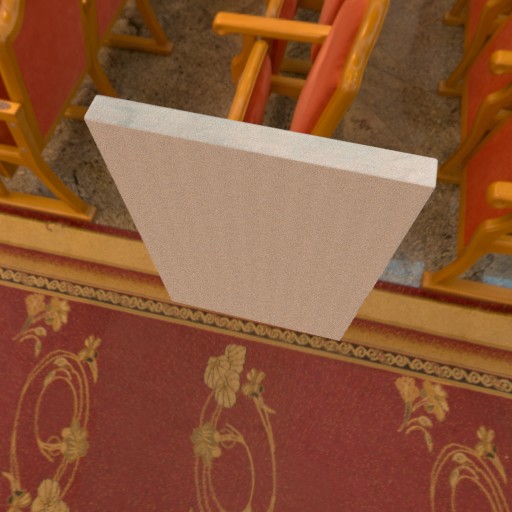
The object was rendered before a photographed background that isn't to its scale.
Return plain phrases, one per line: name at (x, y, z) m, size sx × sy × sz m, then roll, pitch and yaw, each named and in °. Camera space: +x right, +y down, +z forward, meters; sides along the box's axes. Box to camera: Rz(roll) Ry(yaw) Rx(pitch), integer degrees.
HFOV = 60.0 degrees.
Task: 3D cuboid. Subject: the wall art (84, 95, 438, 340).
wall art at (0.000, 0.000, 1.163) m, size 0.609 × 0.911 × 0.061 m, roll 13°, pitch 64°, yaw 6°
